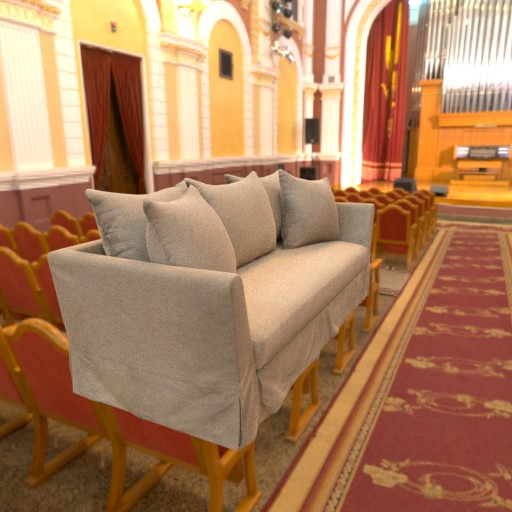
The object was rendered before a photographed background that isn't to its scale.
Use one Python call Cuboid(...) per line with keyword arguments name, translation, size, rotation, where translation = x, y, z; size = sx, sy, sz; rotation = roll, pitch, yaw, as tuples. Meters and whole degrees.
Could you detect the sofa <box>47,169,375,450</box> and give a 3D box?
Cuboid(name="sofa", translation=(0.000, 0.000, 2.824), size=(1.031, 1.034, 2.290), rotation=(7, 16, 26))
